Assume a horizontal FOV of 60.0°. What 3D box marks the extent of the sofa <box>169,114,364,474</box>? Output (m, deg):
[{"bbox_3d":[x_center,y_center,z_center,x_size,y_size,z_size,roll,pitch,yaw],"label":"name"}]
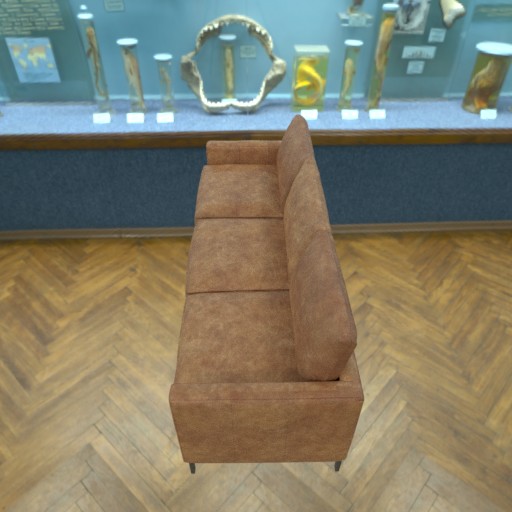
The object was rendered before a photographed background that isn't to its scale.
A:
[{"bbox_3d":[0.000,0.000,2.431,0.748,0.863,2.029,-1,41,-1],"label":"sofa"}]
